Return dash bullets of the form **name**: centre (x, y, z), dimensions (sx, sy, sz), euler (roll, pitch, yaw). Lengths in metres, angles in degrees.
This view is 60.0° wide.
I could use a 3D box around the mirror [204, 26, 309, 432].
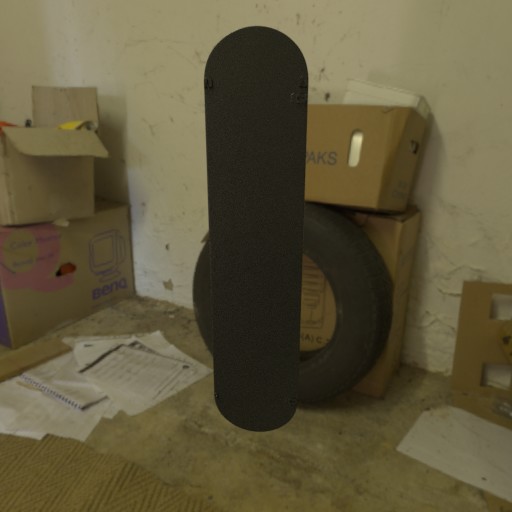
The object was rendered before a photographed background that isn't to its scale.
- **mirror**: centre (0.000, 0.000, 1.063), dimensions (0.222, 0.991, 0.032), euler (2, 18, 8)
